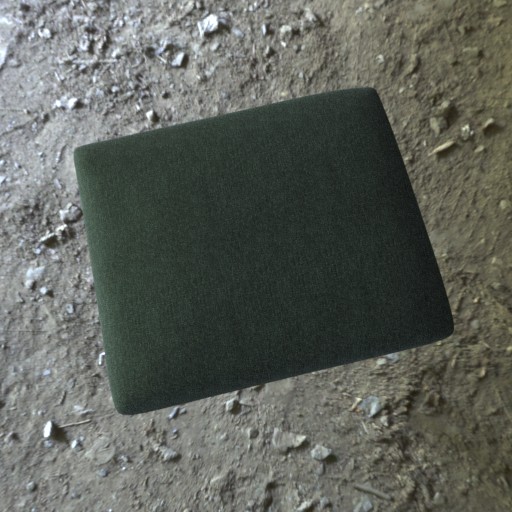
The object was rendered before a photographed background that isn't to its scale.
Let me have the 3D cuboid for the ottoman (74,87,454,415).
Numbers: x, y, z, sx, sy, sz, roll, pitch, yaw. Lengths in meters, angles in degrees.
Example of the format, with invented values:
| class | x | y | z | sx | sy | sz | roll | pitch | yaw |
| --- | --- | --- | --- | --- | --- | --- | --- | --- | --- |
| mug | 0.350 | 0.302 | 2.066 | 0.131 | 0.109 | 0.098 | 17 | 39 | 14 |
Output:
| class | x | y | z | sx | sy | sz | roll | pitch | yaw |
| --- | --- | --- | --- | --- | --- | --- | --- | --- | --- |
| ottoman | 0.000 | 0.000 | 1.291 | 0.831 | 0.533 | 0.695 | -13 | 77 | -3 |
